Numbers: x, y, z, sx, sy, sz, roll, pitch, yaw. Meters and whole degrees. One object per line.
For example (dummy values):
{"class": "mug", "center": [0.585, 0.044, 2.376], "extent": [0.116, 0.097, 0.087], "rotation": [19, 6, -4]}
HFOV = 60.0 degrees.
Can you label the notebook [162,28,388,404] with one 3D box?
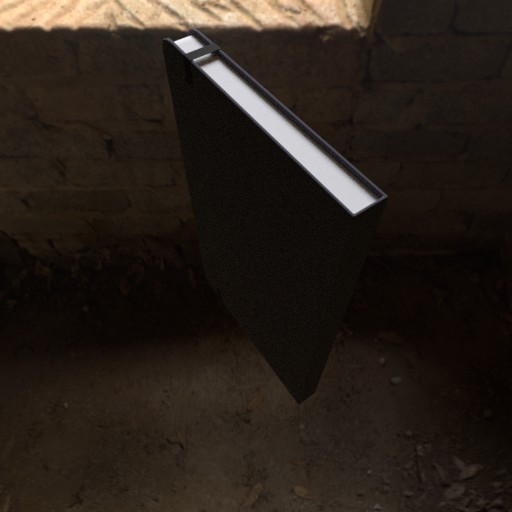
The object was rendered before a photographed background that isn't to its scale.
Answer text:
{"class": "notebook", "center": [0.000, 0.000, 0.257], "extent": [0.016, 0.213, 0.127], "rotation": [-30, 61, -18]}
